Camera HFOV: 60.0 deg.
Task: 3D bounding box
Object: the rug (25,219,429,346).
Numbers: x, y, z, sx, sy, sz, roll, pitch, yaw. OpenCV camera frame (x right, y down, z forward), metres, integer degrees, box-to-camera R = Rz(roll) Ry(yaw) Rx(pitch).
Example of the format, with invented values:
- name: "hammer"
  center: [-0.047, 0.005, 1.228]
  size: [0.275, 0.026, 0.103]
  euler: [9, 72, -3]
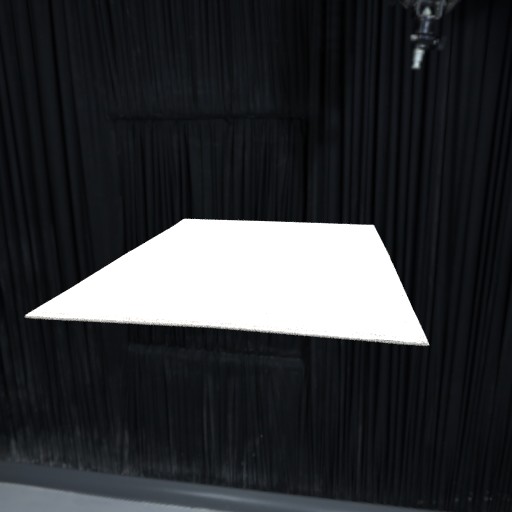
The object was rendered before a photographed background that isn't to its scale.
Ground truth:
- name: "rug"
  center: [0.000, 0.000, 4.856]
  size: [2.873, 0.053, 3.778]
  euler: [3, 16, 9]
